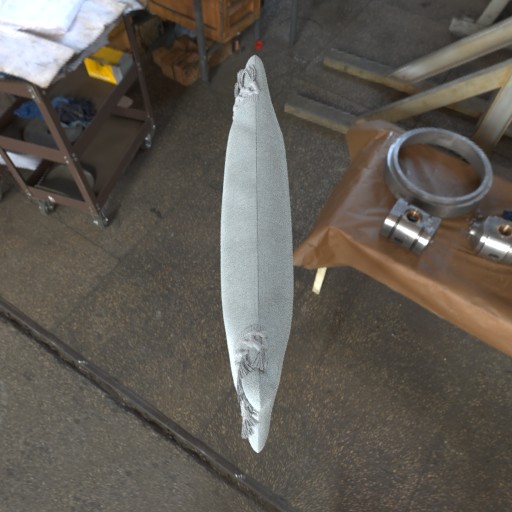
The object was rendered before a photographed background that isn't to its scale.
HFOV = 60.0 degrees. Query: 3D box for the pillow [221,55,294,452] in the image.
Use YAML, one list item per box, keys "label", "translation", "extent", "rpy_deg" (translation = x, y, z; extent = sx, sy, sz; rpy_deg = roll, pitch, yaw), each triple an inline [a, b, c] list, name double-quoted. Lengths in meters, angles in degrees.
- label: "pillow"
  translation: [0.000, 0.000, 0.606]
  extent: [0.084, 0.305, 0.466]
  rpy_deg: [0, 59, 0]
